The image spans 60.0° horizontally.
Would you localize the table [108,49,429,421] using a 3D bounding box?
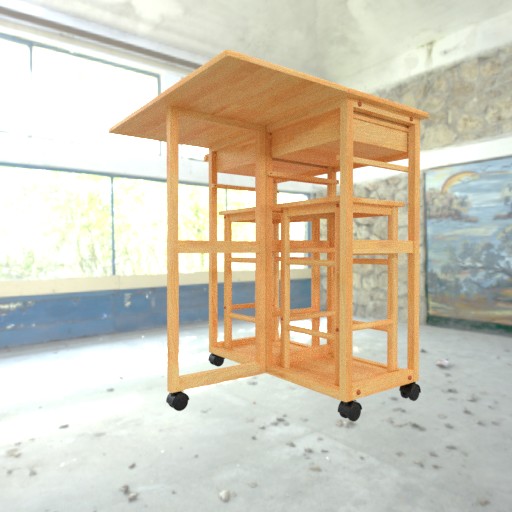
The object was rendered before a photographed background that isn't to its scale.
[{"bbox_3d":[0.000,0.000,1.380,0.693,0.832,0.752,-1,1,-36],"label":"table"}]
